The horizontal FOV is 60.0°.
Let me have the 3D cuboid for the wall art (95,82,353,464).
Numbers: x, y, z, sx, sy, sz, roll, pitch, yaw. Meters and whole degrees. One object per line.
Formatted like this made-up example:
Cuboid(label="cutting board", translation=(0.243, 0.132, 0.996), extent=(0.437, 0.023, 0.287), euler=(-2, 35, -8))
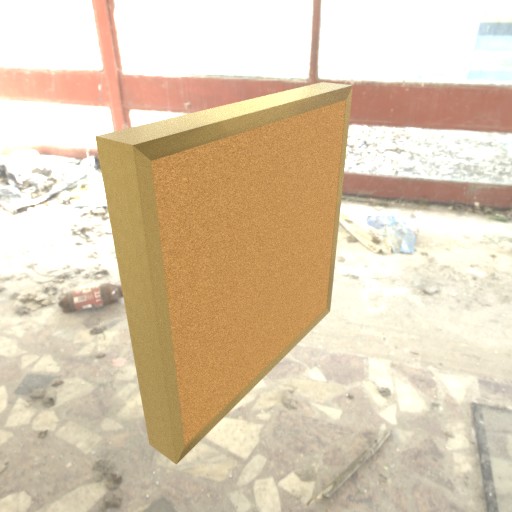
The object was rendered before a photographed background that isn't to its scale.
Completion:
Cuboid(label="wall art", translation=(0.000, 0.000, 0.463), extent=(0.038, 0.305, 0.304), euler=(20, 35, 31))
